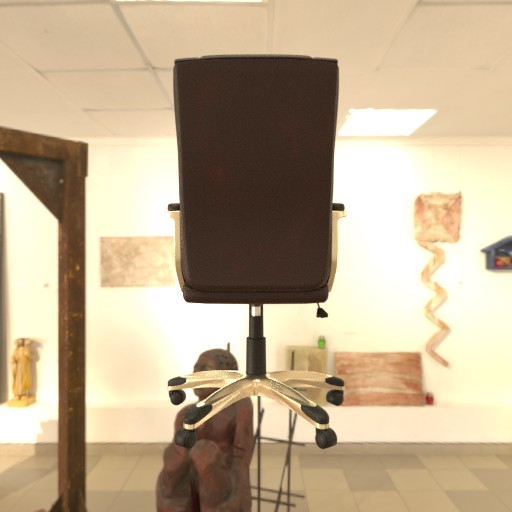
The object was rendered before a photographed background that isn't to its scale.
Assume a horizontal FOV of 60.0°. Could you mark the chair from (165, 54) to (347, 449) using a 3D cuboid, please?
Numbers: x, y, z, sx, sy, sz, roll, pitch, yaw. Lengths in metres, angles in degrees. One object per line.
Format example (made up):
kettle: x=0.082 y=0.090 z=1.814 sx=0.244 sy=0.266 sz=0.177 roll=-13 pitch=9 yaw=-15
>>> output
chair: x=0.000 y=0.000 z=1.559 sx=0.662 sy=1.107 sz=0.739 roll=0 pitch=0 yaw=0
